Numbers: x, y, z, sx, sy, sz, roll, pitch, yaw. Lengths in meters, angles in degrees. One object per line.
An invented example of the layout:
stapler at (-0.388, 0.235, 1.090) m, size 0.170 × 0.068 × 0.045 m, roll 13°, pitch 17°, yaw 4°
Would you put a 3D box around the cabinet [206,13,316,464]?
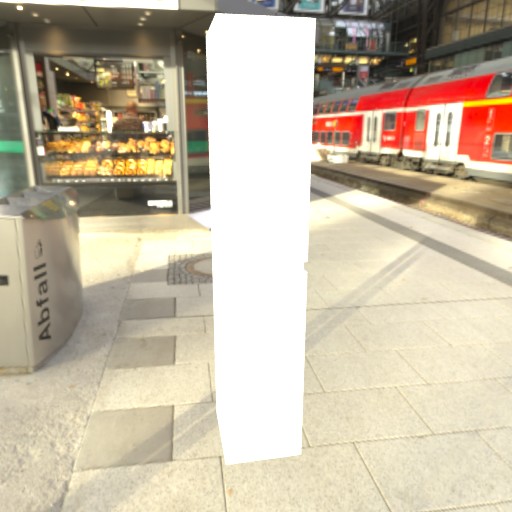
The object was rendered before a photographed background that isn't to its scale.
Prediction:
cabinet at (0.000, 0.000, 1.502) m, size 0.269 × 1.400 × 0.300 m, roll -3°, pitch 16°, yaw -10°
